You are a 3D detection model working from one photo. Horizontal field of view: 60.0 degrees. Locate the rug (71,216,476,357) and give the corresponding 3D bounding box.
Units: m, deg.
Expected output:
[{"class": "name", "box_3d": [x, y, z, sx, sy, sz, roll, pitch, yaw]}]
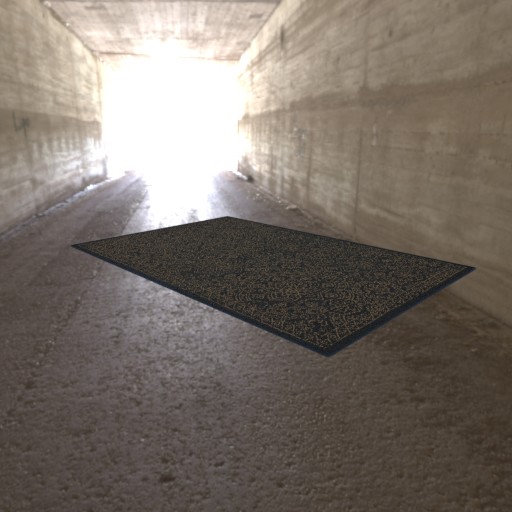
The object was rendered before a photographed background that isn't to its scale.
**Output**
[{"class": "rug", "box_3d": [0.000, 0.000, 2.364, 1.829, 0.010, 1.219, 16, 23, 43]}]
